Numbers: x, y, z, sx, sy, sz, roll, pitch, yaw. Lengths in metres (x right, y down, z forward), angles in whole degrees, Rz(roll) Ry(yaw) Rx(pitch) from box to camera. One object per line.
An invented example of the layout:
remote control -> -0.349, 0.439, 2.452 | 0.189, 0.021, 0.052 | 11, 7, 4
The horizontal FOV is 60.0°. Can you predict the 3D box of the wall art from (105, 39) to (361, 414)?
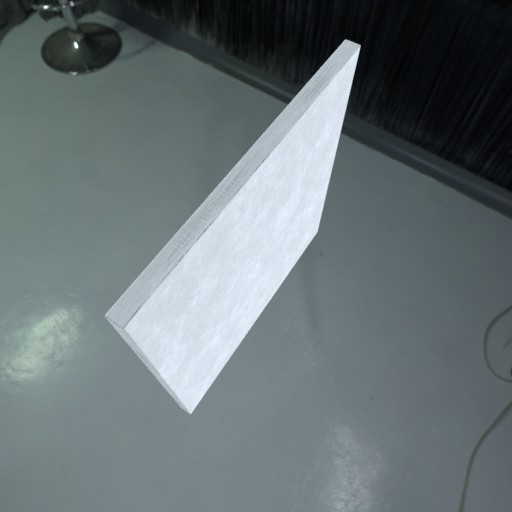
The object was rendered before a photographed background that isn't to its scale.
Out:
wall art -> 0.000, 0.000, 0.452 | 0.015, 0.303, 0.303 | 30, 66, 15
